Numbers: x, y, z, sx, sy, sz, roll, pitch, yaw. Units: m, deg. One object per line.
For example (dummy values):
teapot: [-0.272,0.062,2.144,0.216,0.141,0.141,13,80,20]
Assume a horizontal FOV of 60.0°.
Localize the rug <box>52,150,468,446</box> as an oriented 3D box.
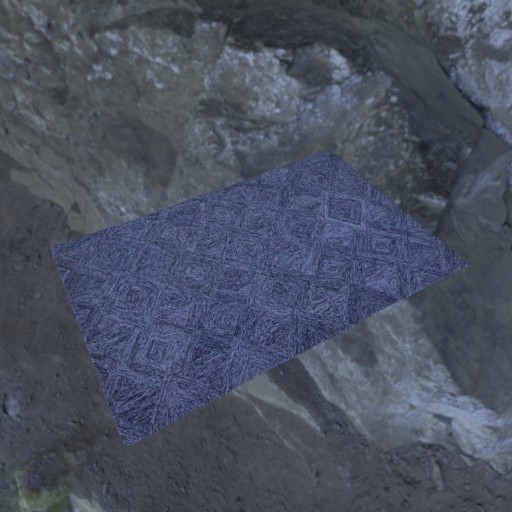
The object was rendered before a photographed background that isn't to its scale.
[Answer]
rug: [0.000,0.000,2.216,1.752,0.013,1.158,-23,51,-20]
